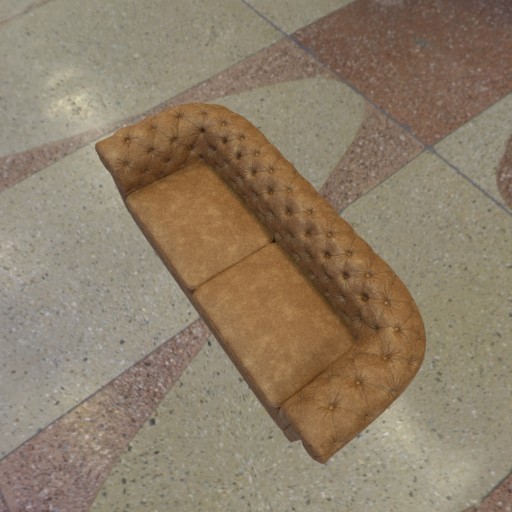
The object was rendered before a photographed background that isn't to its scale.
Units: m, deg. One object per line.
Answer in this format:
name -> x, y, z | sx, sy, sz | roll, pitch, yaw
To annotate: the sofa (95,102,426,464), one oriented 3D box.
sofa -> 0.000, 0.000, 2.857 | 0.989, 0.760, 2.365 | -33, 67, -16
